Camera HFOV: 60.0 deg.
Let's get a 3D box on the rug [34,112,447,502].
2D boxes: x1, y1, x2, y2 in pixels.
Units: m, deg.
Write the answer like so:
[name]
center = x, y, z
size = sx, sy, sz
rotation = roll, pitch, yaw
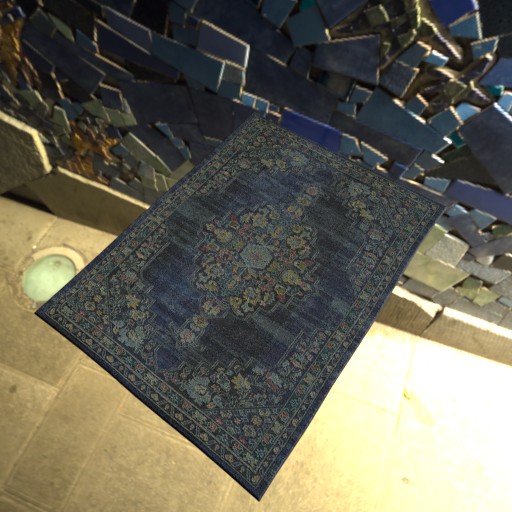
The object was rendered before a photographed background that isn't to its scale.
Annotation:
[rug]
center = 0.000, 0.000, 4.637
size = 2.716, 0.035, 3.612
rotation = 32, 63, 18
